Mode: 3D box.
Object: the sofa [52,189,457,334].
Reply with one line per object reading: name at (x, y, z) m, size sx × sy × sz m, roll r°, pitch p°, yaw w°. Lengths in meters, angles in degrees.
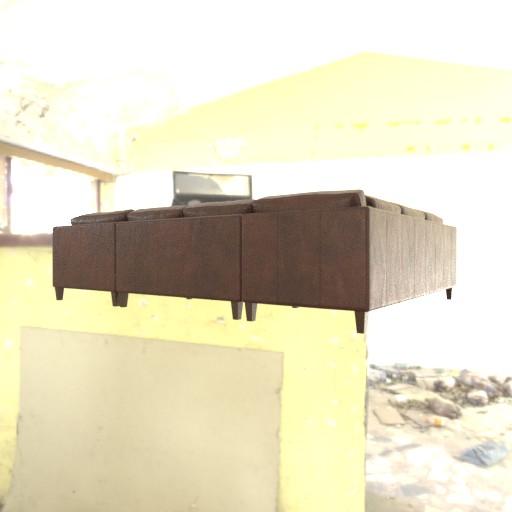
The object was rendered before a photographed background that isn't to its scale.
sofa at (0.000, 0.000, 4.507) m, size 3.324 × 0.891 × 2.452 m, roll 0°, pitch 0°, yaw 35°
